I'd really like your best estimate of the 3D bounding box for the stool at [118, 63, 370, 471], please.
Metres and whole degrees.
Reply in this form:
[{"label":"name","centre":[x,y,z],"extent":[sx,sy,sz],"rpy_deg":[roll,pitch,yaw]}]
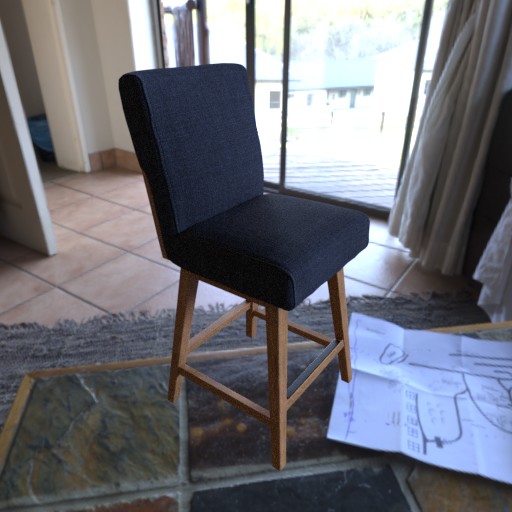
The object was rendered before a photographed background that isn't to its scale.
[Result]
[{"label":"stool","centre":[0.000,0.000,1.303],"extent":[0.526,1.010,0.459],"rpy_deg":[19,33,32]}]
